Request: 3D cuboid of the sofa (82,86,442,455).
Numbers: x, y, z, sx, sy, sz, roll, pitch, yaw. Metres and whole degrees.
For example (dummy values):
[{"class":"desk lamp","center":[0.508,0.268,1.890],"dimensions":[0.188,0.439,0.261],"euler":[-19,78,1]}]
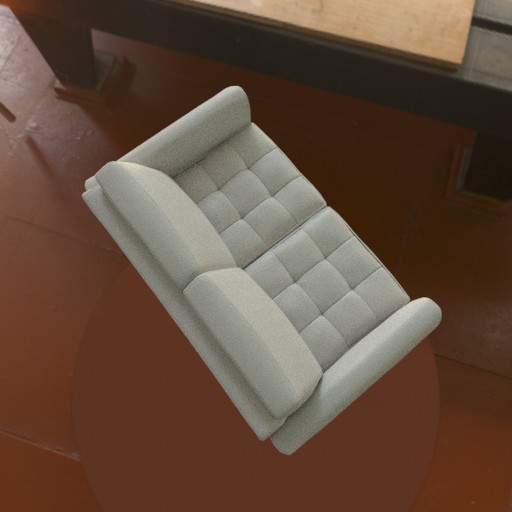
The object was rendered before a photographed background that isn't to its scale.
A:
[{"class":"sofa","center":[0.000,0.000,2.495],"dimensions":[1.121,0.930,1.819],"euler":[-37,77,-10]}]
